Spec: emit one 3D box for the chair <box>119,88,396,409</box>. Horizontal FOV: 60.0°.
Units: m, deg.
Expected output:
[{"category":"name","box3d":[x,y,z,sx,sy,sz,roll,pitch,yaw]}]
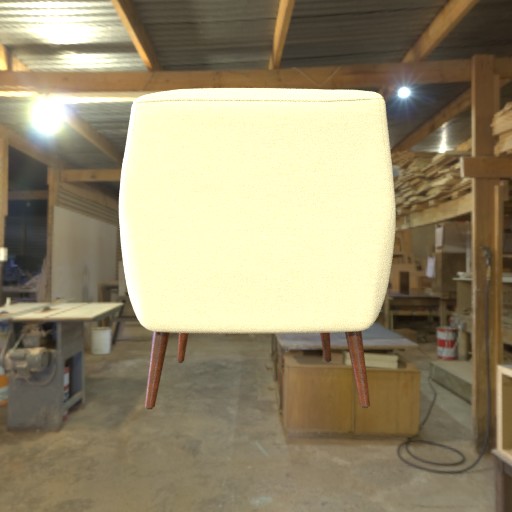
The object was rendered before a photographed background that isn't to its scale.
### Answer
[{"category":"chair","box3d":[0.000,0.000,1.453,0.762,0.838,0.787,0,-1,-1]}]
